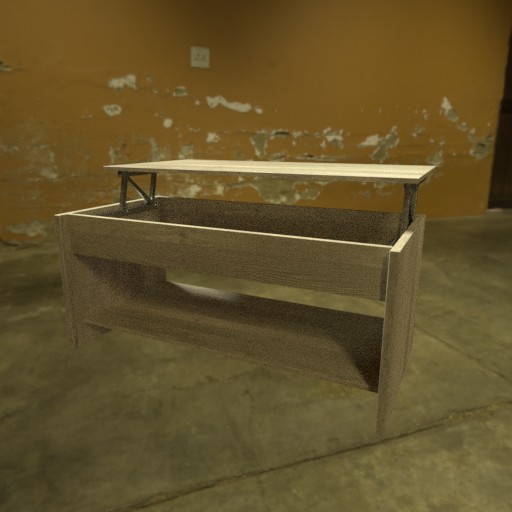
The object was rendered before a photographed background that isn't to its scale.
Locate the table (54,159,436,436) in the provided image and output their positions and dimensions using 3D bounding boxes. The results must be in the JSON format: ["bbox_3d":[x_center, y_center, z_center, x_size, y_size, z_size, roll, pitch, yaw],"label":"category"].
[{"bbox_3d":[0.000,0.000,1.464,1.000,0.570,0.712,7,17,25],"label":"table"}]
